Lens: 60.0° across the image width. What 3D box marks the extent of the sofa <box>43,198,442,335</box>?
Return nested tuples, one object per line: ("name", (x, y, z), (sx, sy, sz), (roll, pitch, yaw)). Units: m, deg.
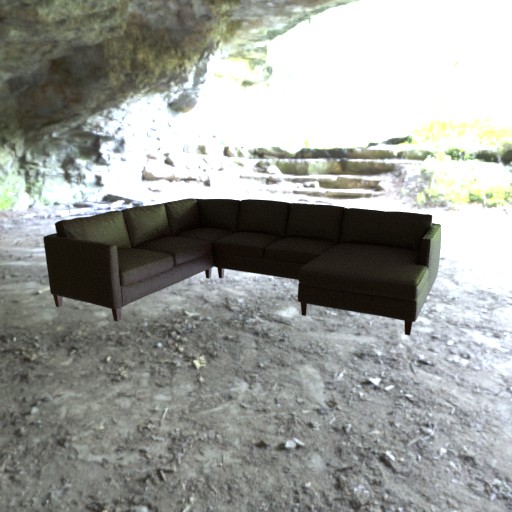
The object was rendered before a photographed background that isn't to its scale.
("sofa", (0.000, 0.000, 4.748), (3.460, 0.923, 2.593), (7, 16, 27))
